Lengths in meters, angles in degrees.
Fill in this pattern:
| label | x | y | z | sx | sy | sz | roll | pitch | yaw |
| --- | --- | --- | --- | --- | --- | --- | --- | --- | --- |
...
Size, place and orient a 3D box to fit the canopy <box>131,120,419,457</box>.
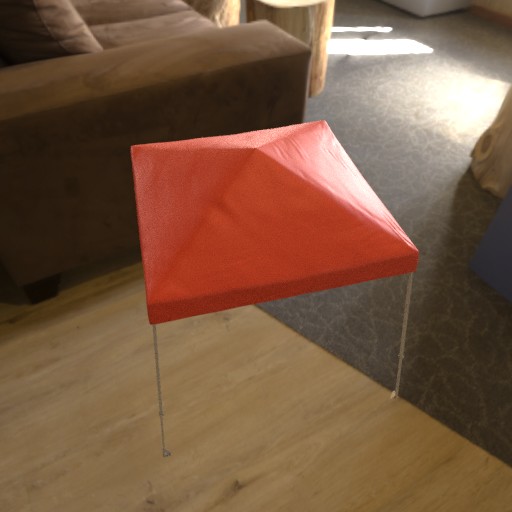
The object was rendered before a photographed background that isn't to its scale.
| label | x | y | z | sx | sy | sz | roll | pitch | yaw |
| --- | --- | --- | --- | --- | --- | --- | --- | --- | --- |
| canopy | 0.000 | 0.000 | 5.101 | 2.849 | 2.850 | 2.850 | -10 | 47 | -10 |
